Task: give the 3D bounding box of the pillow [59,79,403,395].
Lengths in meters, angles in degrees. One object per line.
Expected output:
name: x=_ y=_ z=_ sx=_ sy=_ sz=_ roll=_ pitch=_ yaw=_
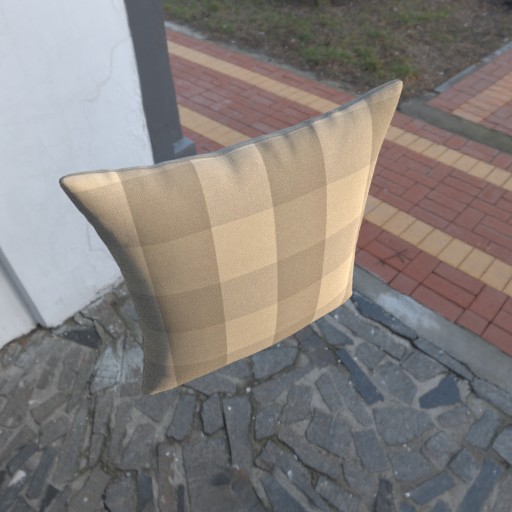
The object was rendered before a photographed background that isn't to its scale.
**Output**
pillow: x=0.000 y=0.000 z=0.766 sx=0.511 sy=0.509 sz=0.161 roll=-22 pitch=50 yaw=-20
